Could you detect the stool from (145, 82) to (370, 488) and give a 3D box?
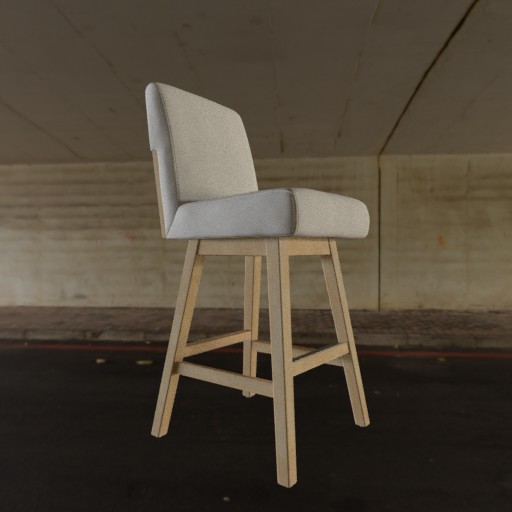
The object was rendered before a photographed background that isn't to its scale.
[{"bbox_3d":[0.000,0.000,1.294,0.543,1.015,0.446,1,1,37],"label":"stool"}]
